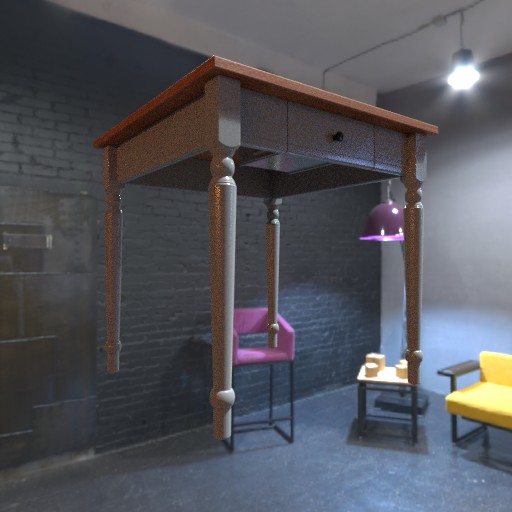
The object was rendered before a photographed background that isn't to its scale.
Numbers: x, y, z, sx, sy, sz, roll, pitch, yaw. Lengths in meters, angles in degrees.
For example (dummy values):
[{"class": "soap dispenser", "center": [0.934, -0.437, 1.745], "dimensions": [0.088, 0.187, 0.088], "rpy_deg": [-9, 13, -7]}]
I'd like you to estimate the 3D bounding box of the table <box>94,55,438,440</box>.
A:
[{"class": "table", "center": [0.000, 0.000, 1.344], "dimensions": [0.747, 0.738, 0.747], "rpy_deg": [0, -1, -37]}]
